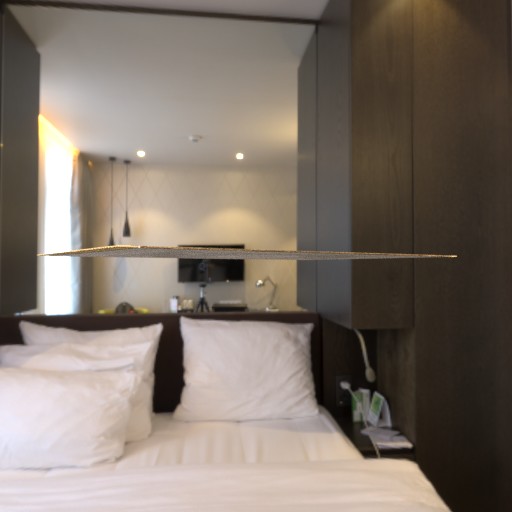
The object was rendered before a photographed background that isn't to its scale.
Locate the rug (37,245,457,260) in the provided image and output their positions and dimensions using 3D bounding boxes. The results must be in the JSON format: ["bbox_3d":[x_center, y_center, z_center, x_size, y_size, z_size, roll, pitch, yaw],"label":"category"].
[{"bbox_3d":[0.000,0.000,4.236,3.422,0.015,2.143,1,-2,-37],"label":"rug"}]
